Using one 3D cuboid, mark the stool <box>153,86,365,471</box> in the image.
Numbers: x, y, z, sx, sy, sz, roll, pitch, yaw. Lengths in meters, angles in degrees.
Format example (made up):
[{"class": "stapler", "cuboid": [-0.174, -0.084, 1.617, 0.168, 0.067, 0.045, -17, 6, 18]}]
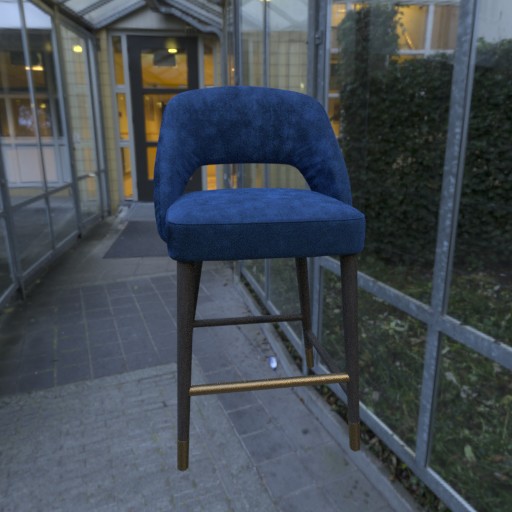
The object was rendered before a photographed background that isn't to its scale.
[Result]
[{"class": "stool", "cuboid": [0.000, 0.000, 1.228, 0.536, 0.925, 0.524, -2, 16, -9]}]
